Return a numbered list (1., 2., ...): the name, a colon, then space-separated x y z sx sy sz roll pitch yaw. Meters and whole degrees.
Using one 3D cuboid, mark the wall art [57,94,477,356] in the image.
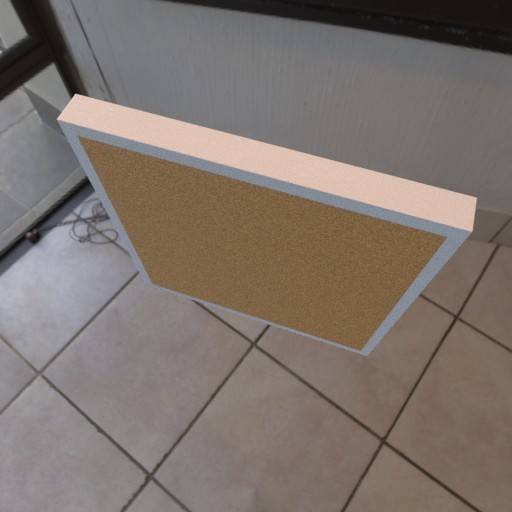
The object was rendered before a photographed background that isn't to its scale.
1. wall art: 0.000 0.000 0.599 0.406 0.406 0.038 17 64 9
